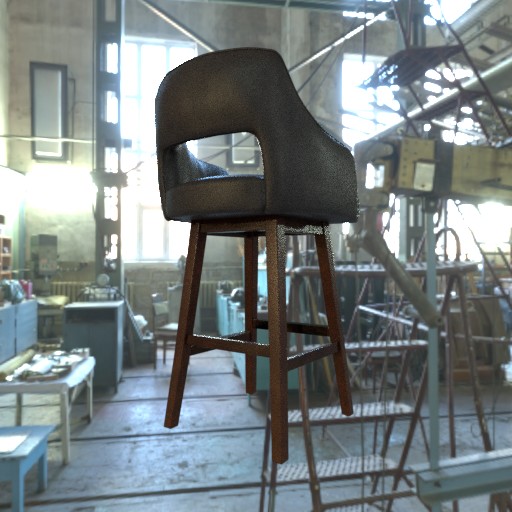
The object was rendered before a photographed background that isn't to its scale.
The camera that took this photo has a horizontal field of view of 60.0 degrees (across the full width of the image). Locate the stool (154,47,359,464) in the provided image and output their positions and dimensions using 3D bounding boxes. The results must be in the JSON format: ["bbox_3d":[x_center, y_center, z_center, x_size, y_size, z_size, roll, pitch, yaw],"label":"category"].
[{"bbox_3d":[0.000,0.000,1.372,0.550,1.041,0.560,0,0,36],"label":"stool"}]
